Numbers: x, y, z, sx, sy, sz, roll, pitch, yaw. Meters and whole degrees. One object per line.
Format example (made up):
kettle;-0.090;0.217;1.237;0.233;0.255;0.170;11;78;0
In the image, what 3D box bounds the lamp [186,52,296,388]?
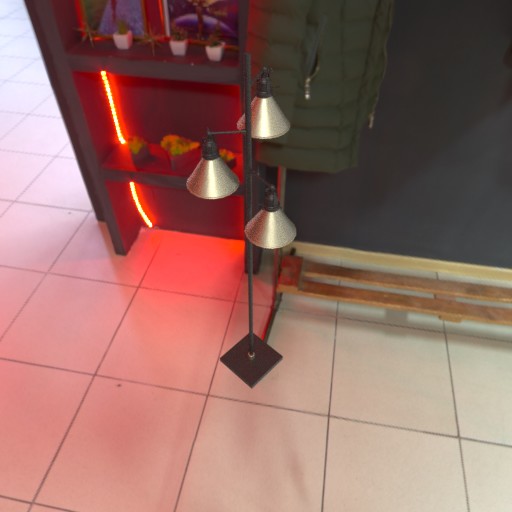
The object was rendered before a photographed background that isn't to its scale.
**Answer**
lamp;0.000;0.000;1.929;0.415;1.716;0.428;34;54;29
